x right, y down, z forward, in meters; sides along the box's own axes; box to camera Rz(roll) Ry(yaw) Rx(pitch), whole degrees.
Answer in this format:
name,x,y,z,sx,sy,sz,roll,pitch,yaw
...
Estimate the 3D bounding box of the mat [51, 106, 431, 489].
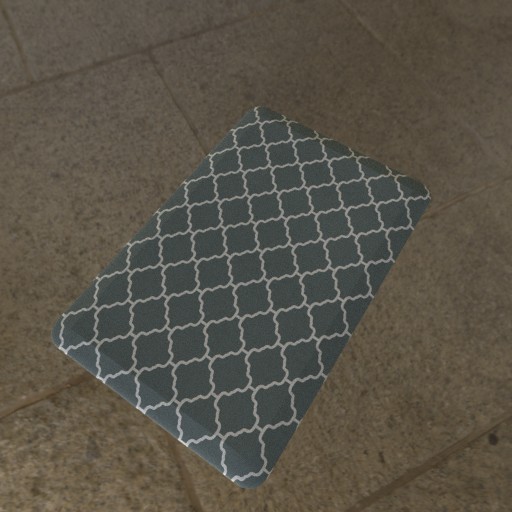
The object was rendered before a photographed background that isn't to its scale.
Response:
name,x,y,z,sx,sy,sz,roll,pitch,yaw
mat,0.000,0.000,0.952,0.508,0.021,0.762,31,67,15
